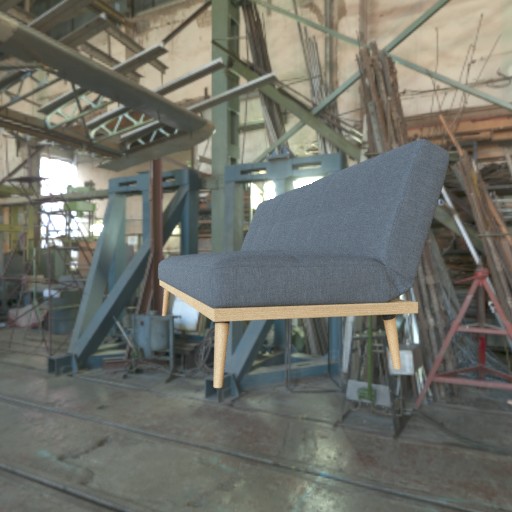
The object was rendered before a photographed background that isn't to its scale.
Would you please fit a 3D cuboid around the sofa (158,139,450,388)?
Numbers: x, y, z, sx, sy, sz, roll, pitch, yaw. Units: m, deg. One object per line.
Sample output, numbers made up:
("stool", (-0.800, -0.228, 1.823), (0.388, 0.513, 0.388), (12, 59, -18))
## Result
("sofa", (0.000, 0.000, 2.200), (0.820, 0.770, 1.820), (0, 0, -17))
